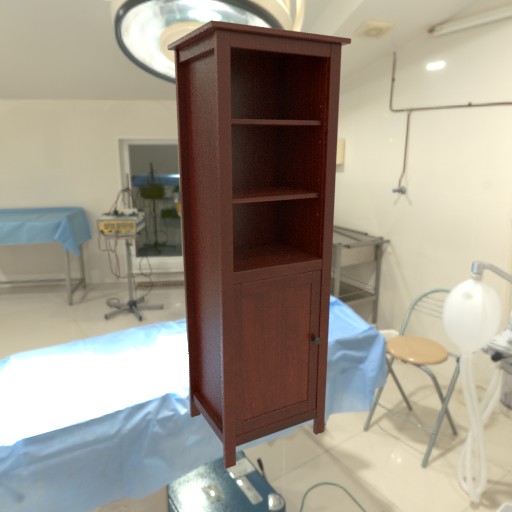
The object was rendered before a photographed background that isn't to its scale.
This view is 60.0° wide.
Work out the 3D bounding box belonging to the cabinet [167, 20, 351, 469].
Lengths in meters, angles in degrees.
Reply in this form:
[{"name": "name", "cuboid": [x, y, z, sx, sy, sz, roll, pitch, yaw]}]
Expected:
[{"name": "cabinet", "cuboid": [0.000, 0.000, 1.715, 0.500, 1.518, 0.401, -8, 17, -27]}]
